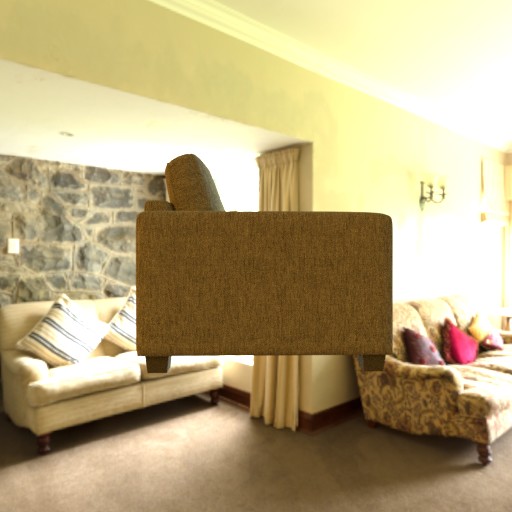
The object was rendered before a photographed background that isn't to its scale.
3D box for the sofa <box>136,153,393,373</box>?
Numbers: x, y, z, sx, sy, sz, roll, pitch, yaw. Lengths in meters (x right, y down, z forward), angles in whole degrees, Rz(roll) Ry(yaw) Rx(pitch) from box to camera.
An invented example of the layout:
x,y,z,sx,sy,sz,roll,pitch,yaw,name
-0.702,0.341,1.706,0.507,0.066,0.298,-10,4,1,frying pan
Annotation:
x,y,z,sx,sy,sz,roll,pitch,yaw,name
0.000,0.000,2.585,0.900,0.800,2.160,0,0,-2,sofa
